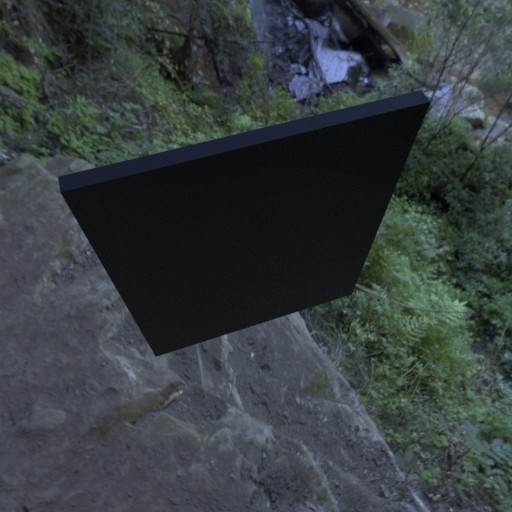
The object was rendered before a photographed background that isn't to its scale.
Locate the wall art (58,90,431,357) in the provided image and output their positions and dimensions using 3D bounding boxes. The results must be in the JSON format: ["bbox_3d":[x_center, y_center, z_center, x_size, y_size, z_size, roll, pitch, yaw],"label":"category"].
[{"bbox_3d":[0.000,0.000,0.707,0.428,0.505,0.023,-16,60,-10],"label":"wall art"}]
